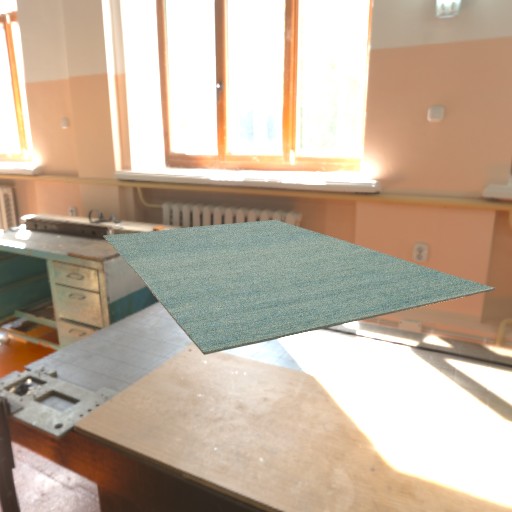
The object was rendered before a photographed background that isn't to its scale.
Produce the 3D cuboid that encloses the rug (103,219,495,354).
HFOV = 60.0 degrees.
[{"bbox_3d":[0.000,0.000,2.917,1.593,0.029,2.305,-7,16,-26],"label":"rug"}]
